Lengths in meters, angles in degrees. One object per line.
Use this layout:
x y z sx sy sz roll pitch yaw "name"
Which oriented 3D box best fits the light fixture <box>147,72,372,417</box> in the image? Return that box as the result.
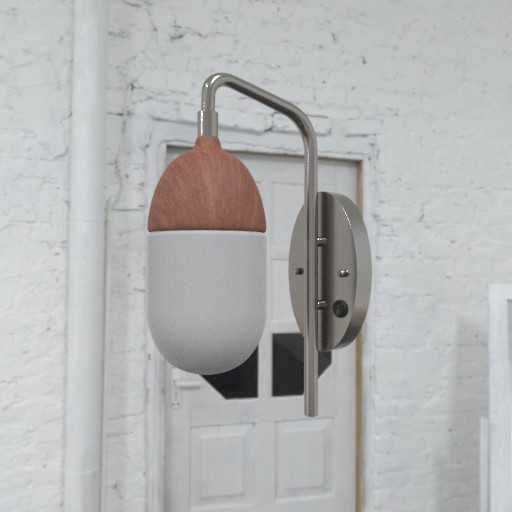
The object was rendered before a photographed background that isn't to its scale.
0.000 0.000 0.437 0.216 0.343 0.108 0 0 -35 "light fixture"
